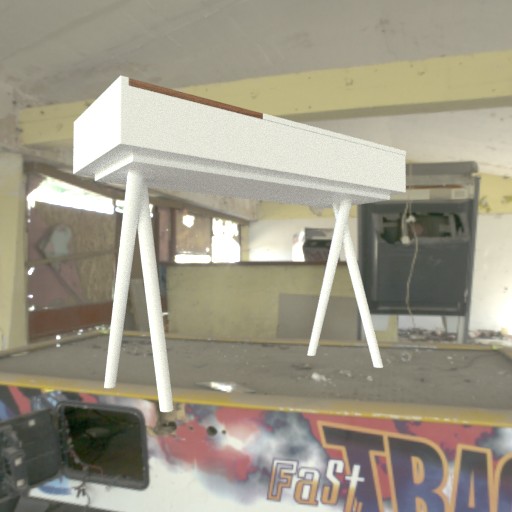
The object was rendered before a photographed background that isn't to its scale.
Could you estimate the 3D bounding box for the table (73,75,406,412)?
[{"bbox_3d":[0.000,0.000,1.471,1.066,0.785,0.418,1,-2,-37],"label":"table"}]
